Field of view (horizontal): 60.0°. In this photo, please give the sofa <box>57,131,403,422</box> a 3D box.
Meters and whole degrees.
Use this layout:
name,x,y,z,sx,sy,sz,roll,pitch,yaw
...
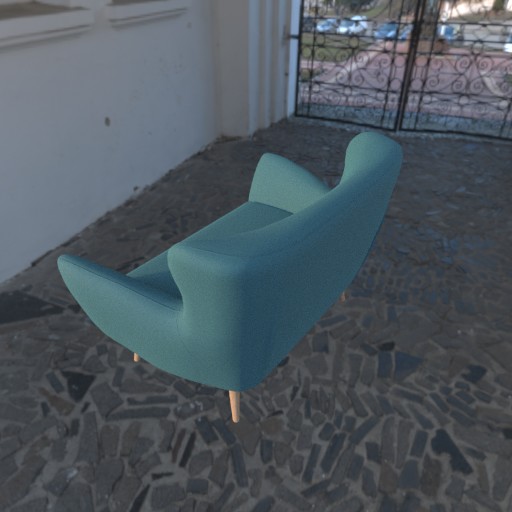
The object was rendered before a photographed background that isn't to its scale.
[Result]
name,x,y,z,sx,sy,sz,roll,pitch,yaw
sofa,0.000,0.000,1.985,0.889,0.889,1.397,22,39,29
